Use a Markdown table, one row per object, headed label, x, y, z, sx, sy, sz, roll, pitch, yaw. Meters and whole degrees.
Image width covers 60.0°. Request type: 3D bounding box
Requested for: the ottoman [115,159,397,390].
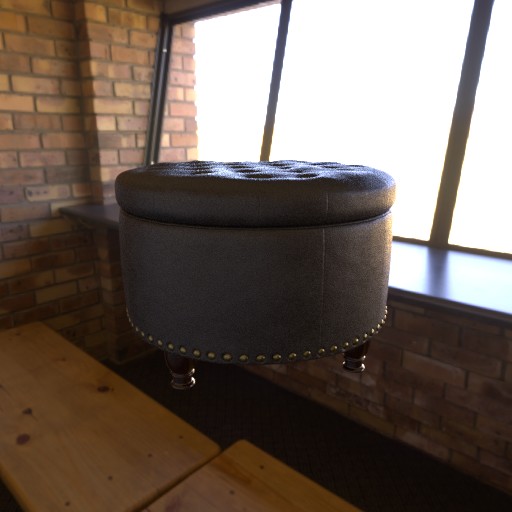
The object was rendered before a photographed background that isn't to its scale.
| label | x | y | z | sx | sy | sz | roll | pitch | yaw |
| --- | --- | --- | --- | --- | --- | --- | --- | --- | --- |
| ottoman | 0.000 | 0.000 | 1.090 | 0.637 | 0.442 | 0.637 | 0 | 15 | 0 |
